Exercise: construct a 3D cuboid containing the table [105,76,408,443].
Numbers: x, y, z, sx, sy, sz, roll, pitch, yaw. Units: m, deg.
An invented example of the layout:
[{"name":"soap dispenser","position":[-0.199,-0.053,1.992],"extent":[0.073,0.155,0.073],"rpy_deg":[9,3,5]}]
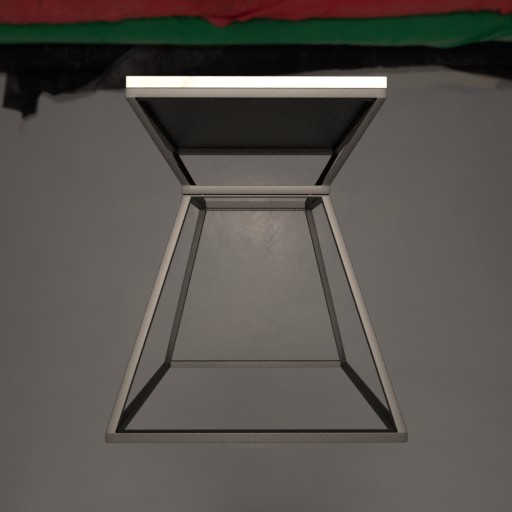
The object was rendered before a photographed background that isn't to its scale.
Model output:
[{"name":"table","position":[0.000,0.000,0.890],"extent":[0.455,0.559,0.455],"rpy_deg":[0,0,0]}]
